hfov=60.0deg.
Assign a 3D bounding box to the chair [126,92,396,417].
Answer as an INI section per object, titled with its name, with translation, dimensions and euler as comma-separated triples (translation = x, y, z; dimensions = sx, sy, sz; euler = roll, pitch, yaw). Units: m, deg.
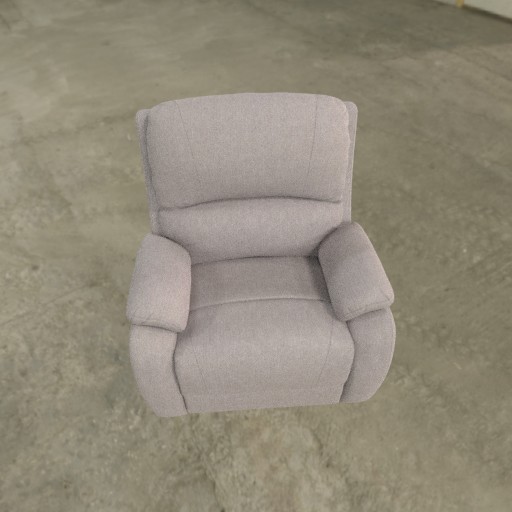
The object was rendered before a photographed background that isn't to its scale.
[chair]
translation = 0.000, 0.000, 1.734
dimensions = 0.930, 1.011, 0.899
euler = -3, 46, -3
